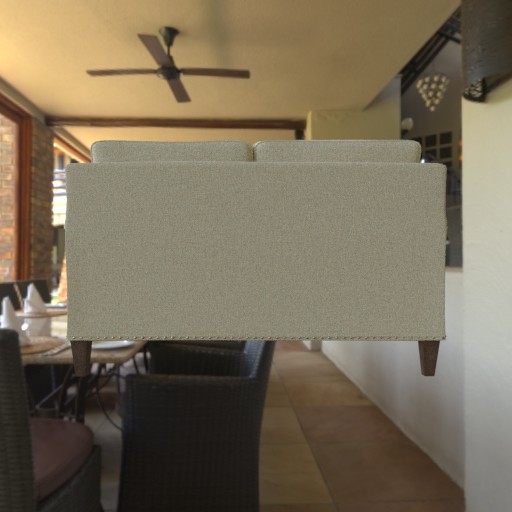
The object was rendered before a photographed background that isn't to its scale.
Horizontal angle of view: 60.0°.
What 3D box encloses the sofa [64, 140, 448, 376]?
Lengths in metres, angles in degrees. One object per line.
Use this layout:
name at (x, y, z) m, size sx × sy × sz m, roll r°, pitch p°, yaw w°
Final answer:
sofa at (0.000, 0.000, 2.259) m, size 1.597 × 1.003 × 1.084 m, roll 0°, pitch -1°, yaw 0°
